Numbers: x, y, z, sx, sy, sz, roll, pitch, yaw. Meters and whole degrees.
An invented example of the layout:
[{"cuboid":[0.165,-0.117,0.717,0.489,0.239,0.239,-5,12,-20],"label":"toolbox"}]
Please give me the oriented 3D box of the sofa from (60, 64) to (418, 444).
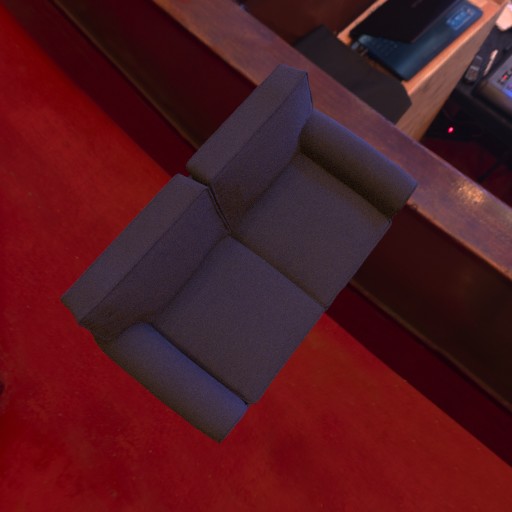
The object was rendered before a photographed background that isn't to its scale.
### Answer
[{"cuboid":[0.000,0.000,2.487,0.997,1.059,1.801,38,77,10],"label":"sofa"}]
